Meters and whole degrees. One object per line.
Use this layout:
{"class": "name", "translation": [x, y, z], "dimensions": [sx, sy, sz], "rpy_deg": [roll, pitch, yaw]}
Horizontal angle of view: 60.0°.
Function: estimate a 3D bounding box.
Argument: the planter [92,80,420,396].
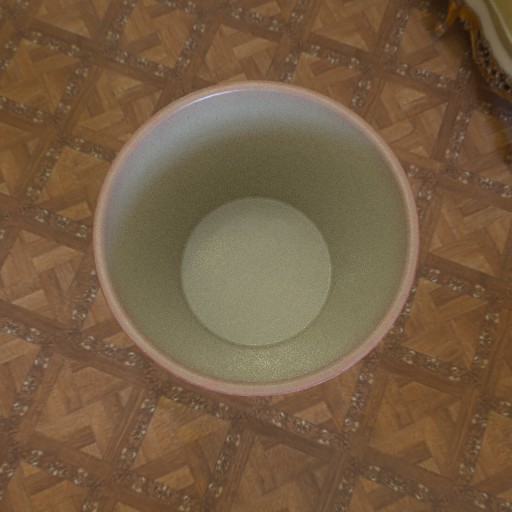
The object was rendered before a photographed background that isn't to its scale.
{"class": "planter", "translation": [0.000, 0.000, 0.483], "dimensions": [0.273, 0.237, 0.273], "rpy_deg": [0, 77, 0]}
